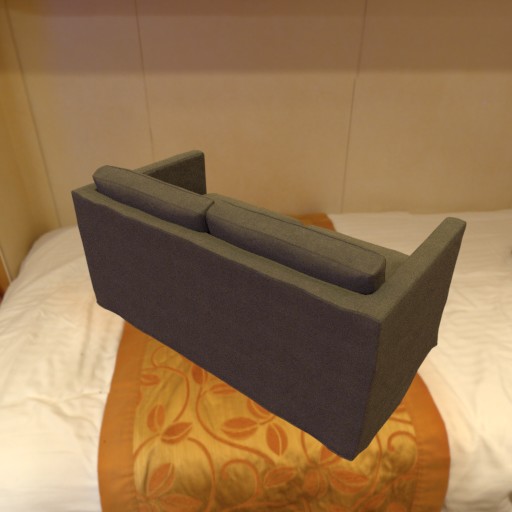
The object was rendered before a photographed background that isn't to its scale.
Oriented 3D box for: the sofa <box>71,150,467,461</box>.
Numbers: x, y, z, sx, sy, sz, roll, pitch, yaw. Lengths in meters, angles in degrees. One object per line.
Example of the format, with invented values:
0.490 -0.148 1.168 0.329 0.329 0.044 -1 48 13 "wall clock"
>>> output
0.000 0.000 2.346 1.802 0.854 0.974 22 37 32 "sofa"
